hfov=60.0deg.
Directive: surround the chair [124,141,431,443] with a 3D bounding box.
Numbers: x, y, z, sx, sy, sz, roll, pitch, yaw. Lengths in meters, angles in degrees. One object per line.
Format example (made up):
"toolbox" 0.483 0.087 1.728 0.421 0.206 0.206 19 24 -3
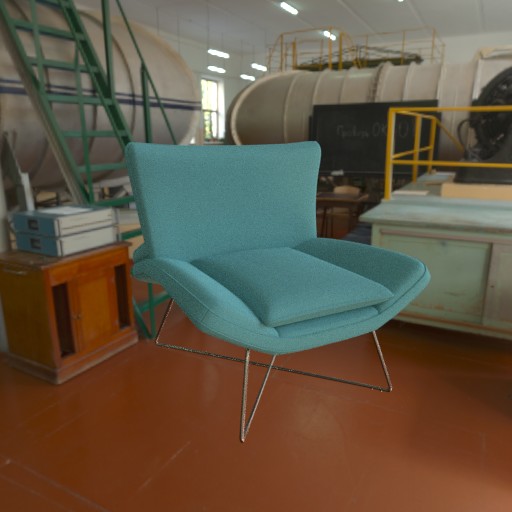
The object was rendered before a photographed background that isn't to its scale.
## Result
"chair" 0.000 0.000 1.721 0.859 0.855 1.008 -8 17 -27
